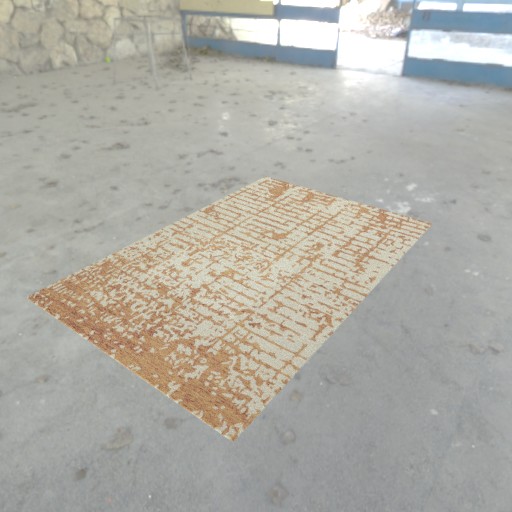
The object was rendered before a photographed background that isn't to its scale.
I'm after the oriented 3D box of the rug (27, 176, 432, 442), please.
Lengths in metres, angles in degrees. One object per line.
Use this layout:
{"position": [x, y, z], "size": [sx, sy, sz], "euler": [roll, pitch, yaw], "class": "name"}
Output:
{"position": [0.000, 0.000, 2.310], "size": [1.219, 0.011, 1.829], "euler": [22, 38, 31], "class": "rug"}
